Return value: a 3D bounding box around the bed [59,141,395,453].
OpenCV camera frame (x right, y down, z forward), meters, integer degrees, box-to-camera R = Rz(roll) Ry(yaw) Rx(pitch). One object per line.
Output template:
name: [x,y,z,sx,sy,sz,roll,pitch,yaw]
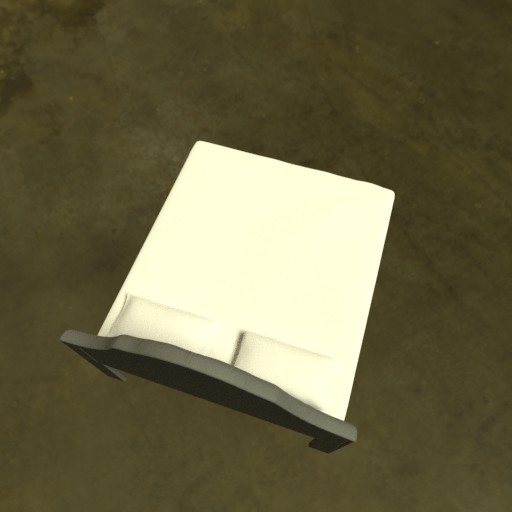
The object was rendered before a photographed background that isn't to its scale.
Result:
bed: [0.000,0.000,3.434,2.008,1.615,2.214,16,64,8]
